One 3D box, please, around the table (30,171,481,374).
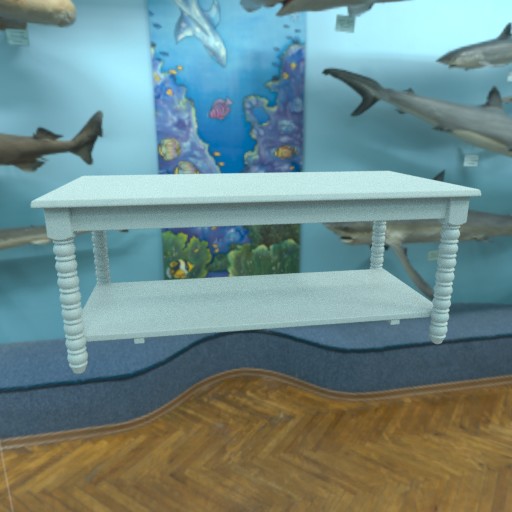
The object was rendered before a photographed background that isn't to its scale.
[{"bbox_3d":[0.000,0.000,1.465,1.171,0.487,0.580,-3,16,-9],"label":"table"}]
